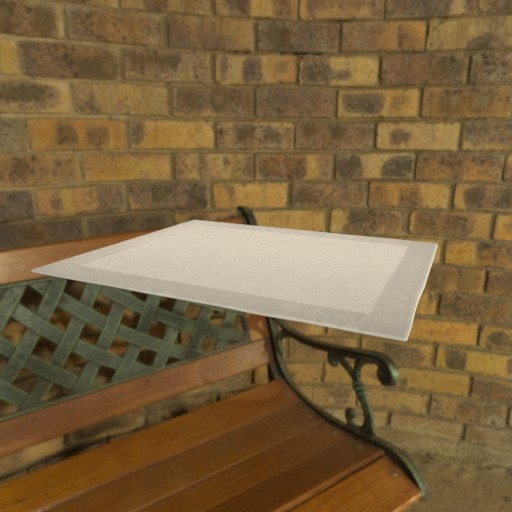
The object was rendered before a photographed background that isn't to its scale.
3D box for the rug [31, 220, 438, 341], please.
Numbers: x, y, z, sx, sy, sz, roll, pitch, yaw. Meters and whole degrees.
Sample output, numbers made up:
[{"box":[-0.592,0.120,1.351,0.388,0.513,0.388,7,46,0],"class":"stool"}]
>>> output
[{"box":[0.000,0.000,4.095,2.976,0.018,2.430,7,17,24],"class":"rug"}]
